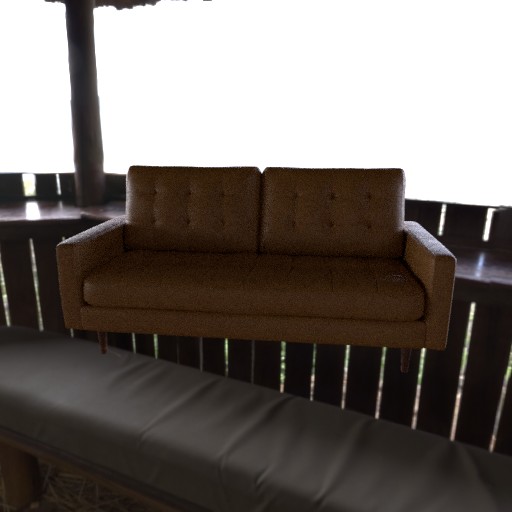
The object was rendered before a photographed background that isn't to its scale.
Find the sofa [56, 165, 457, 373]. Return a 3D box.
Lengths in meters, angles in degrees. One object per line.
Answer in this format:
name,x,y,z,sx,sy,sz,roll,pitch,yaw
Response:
sofa,0.000,0.000,2.356,1.821,0.898,0.850,2,16,7
